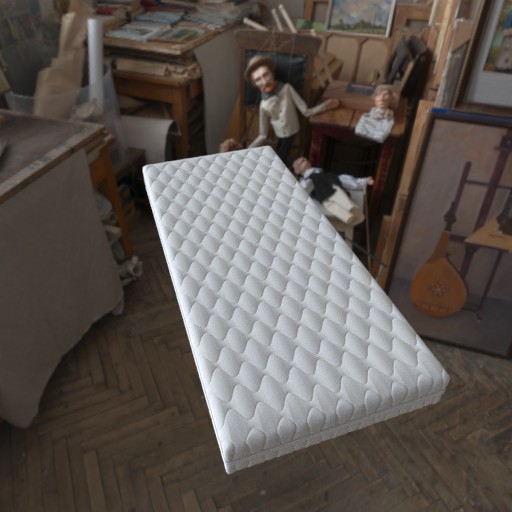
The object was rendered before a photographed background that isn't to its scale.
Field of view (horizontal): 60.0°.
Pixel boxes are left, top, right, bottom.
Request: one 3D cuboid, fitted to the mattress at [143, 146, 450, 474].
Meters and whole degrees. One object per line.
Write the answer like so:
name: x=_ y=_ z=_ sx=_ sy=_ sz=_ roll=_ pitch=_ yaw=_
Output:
mattress: x=0.000 y=0.000 z=2.341 sx=0.900 sy=0.200 sz=2.000 roll=-13 pitch=42 yaw=-14
